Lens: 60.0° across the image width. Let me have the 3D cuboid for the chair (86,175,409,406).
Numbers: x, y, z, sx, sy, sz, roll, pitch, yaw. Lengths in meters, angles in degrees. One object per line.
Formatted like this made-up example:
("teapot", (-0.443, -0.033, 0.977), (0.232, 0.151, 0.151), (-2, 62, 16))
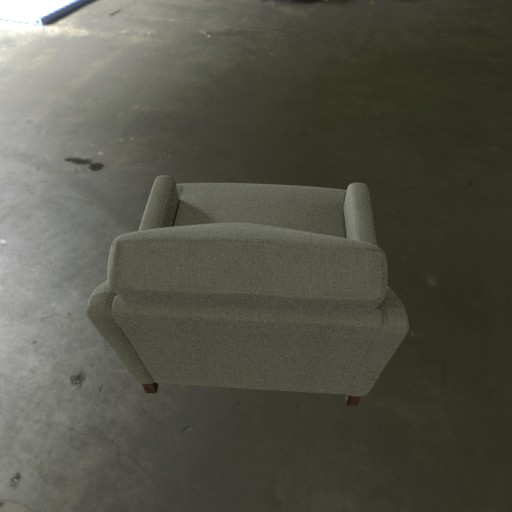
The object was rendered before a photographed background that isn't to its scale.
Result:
("chair", (0.000, 0.000, 1.552), (0.826, 0.821, 0.892), (3, 47, 2))
